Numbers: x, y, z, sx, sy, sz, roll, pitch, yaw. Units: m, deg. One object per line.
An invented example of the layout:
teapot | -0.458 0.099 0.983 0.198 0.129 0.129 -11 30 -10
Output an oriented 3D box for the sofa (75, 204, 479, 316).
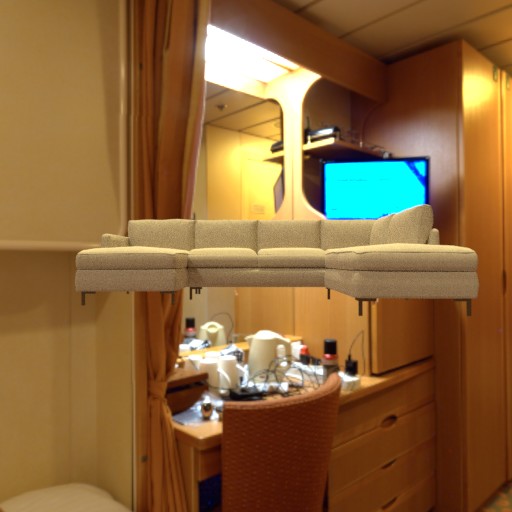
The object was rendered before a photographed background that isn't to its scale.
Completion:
sofa | 0.000 0.000 3.627 2.737 0.756 1.879 0 -1 0
